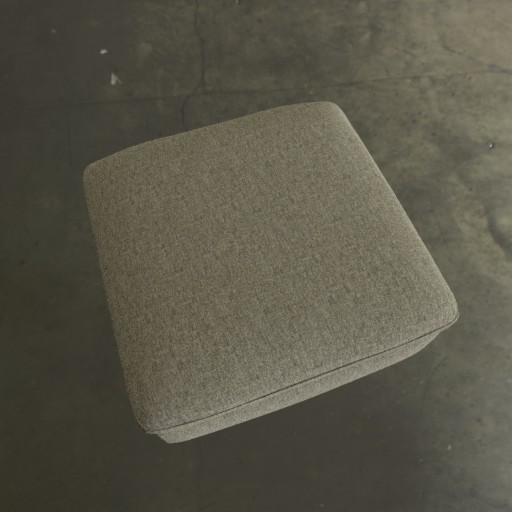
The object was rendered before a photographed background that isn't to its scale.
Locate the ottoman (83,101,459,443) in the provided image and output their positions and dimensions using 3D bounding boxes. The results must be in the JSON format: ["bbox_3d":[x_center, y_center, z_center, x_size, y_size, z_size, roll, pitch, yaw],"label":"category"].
[{"bbox_3d":[0.000,0.000,1.637,1.039,0.526,1.035,-18,64,-9],"label":"ottoman"}]
